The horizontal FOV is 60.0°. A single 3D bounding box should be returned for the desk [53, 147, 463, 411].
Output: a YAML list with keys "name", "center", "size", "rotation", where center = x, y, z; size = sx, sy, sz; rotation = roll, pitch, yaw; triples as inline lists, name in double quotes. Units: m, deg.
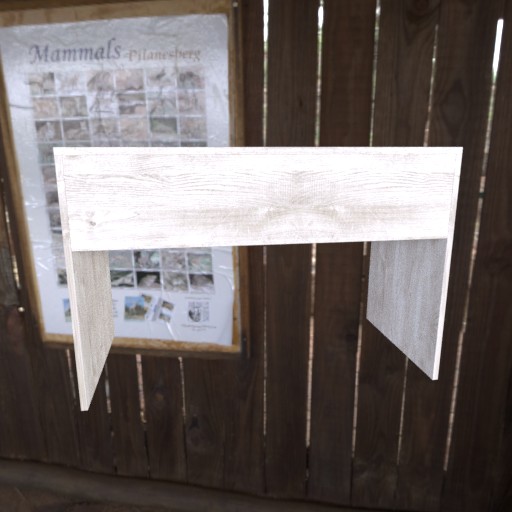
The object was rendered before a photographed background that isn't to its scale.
- name: "desk"
  center: [0.000, 0.000, 1.529]
  size: [1.100, 0.730, 0.560]
  rotation: [-2, 14, -9]
